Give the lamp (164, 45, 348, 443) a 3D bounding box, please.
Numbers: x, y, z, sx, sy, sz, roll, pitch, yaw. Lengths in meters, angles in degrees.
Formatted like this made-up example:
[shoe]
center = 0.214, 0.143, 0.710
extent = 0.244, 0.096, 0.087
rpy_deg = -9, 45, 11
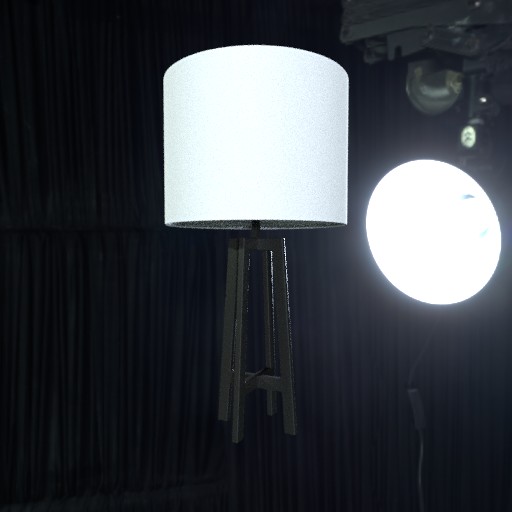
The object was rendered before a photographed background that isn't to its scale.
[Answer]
[lamp]
center = 0.000, 0.000, 0.634
extent = 0.257, 0.489, 0.257
rpy_deg = 0, 1, -18
